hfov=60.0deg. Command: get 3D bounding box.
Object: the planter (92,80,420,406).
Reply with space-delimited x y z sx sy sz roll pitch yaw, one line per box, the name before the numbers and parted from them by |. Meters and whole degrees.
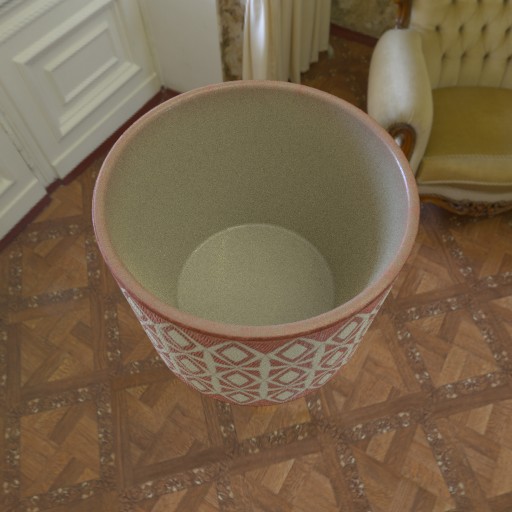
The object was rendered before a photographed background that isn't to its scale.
planter | 0.000 0.000 0.475 0.273 0.237 0.273 0 59 0
